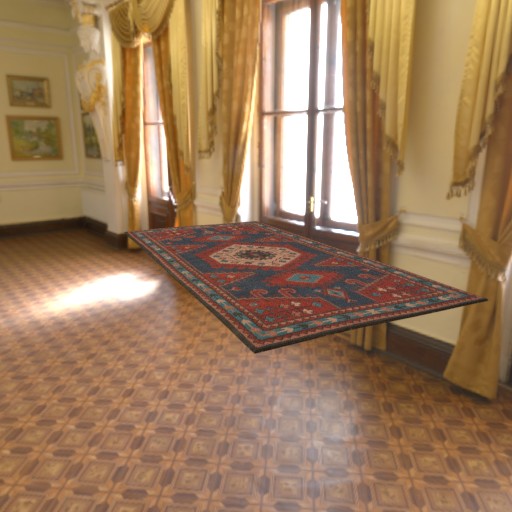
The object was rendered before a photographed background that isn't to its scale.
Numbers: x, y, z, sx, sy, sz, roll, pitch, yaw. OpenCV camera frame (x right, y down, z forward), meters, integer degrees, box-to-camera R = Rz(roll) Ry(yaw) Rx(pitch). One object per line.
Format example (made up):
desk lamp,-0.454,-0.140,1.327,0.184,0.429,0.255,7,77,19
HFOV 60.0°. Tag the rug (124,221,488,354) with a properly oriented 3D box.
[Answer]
rug,0.000,0.000,3.566,1.522,0.034,3.032,-7,16,-26
